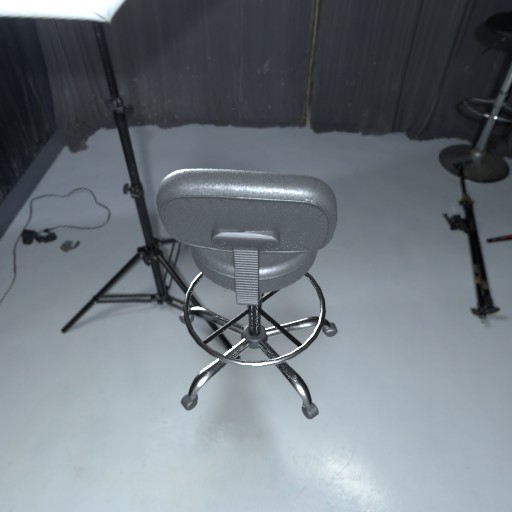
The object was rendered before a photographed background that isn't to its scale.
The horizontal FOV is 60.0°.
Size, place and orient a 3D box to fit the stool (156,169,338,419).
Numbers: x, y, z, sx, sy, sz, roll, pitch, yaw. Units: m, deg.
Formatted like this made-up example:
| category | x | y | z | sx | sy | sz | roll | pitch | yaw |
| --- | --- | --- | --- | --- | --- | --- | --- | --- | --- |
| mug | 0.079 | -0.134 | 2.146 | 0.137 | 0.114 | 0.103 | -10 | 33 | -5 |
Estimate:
| category | x | y | z | sx | sy | sz | roll | pitch | yaw |
| --- | --- | --- | --- | --- | --- | --- | --- | --- | --- |
| stool | 0.000 | 0.000 | 1.510 | 0.694 | 1.069 | 0.658 | 3 | 45 | 3 |
